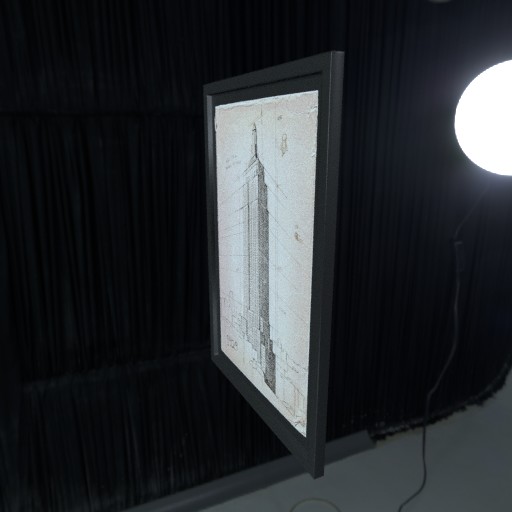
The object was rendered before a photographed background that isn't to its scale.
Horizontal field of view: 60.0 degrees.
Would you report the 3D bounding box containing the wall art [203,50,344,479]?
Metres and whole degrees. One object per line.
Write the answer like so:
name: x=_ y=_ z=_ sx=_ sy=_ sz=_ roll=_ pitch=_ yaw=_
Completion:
wall art: x=0.000 y=0.000 z=0.560 sx=0.013 sy=0.431 sz=0.303 roll=-8 pitch=17 yaw=-26
